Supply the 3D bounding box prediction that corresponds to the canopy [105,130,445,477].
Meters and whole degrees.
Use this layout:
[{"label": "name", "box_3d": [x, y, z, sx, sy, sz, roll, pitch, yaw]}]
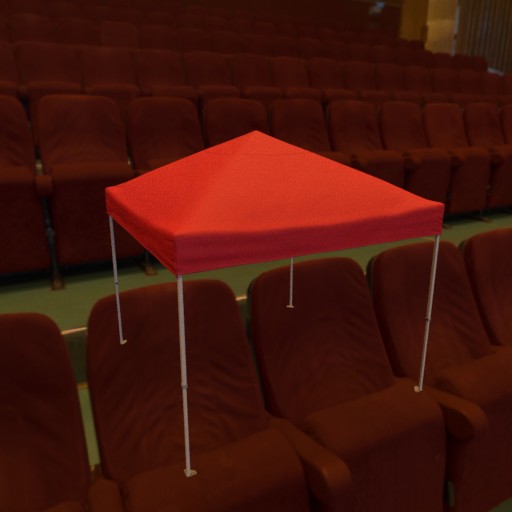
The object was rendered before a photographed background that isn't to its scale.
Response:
[{"label": "canopy", "box_3d": [0.000, 0.000, 5.502, 2.996, 2.997, 2.998, -8, 18, -27]}]
